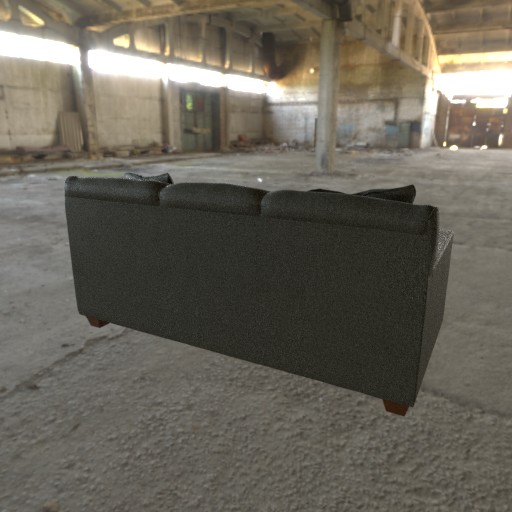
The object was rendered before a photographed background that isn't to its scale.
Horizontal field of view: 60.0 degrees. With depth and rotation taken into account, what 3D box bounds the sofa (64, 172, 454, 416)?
[{"bbox_3d":[0.000,0.000,2.579,2.024,0.958,0.997,9,18,27],"label":"sofa"}]
